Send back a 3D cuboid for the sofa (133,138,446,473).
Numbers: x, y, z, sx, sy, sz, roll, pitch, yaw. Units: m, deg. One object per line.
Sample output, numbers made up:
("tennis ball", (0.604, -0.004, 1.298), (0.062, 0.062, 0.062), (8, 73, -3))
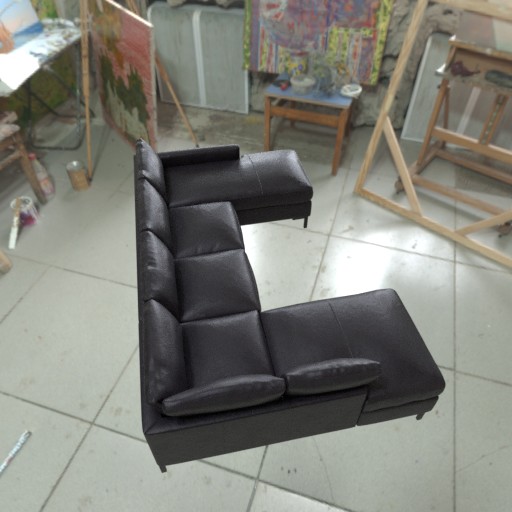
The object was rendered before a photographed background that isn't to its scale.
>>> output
("sofa", (0.000, 0.000, 3.776), (1.939, 0.900, 2.956), (-9, 46, -8))
